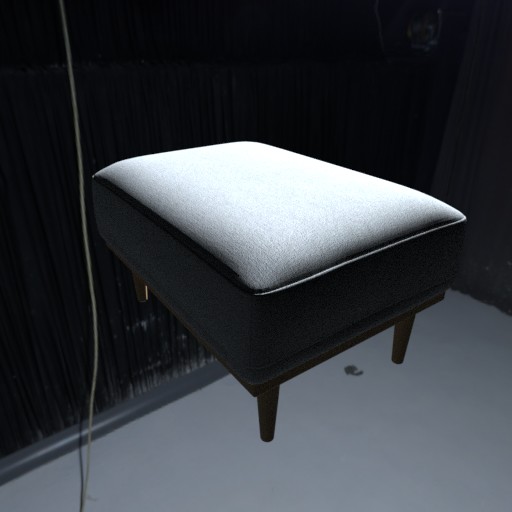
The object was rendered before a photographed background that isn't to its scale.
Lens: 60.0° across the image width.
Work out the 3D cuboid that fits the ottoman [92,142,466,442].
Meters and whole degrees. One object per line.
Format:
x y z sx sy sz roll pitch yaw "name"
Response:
0.000 0.000 1.073 0.549 0.428 0.749 -18 31 -31 "ottoman"
